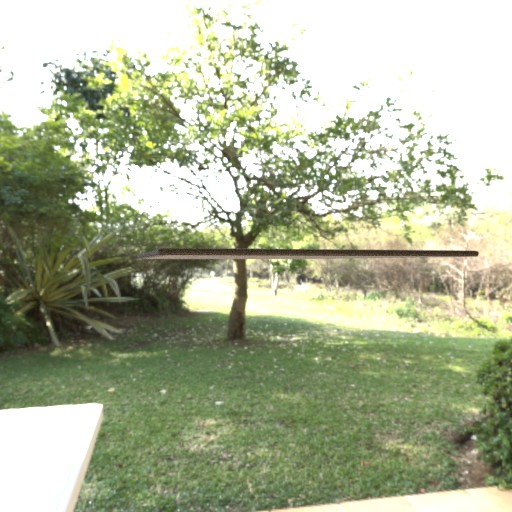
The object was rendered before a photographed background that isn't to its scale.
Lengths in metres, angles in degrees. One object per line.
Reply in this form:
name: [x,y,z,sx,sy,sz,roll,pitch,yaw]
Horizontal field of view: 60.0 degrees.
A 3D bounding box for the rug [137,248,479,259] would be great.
rug: [0.000,0.000,3.081,1.524,0.030,2.438,0,-1,-17]
